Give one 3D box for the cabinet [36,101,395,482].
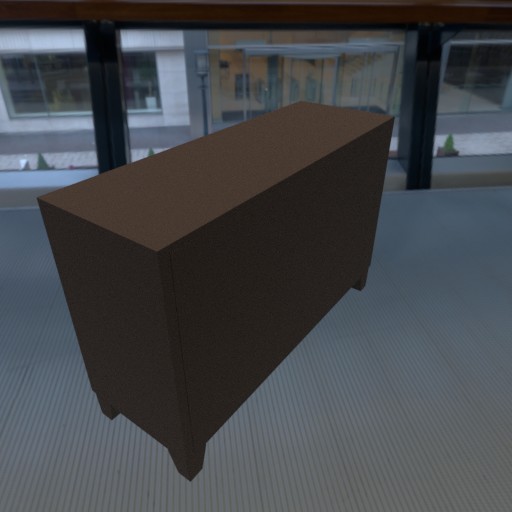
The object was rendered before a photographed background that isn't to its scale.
[{"bbox_3d":[0.000,0.000,1.825,0.482,0.914,1.396,21,38,30],"label":"cabinet"}]
